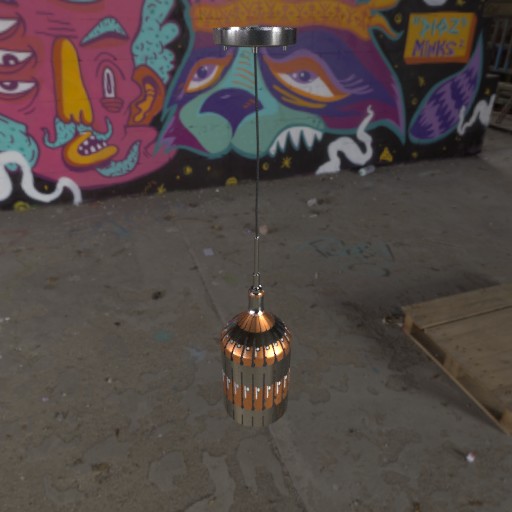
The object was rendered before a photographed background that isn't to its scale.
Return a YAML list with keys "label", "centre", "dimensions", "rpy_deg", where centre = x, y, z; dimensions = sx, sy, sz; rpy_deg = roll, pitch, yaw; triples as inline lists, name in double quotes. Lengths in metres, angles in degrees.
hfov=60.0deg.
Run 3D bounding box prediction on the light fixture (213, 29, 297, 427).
- label: "light fixture"
  centre: [0.000, 0.000, 1.680]
  dimensions: [0.303, 1.535, 0.303]
  rpy_deg: [0, 29, 0]
